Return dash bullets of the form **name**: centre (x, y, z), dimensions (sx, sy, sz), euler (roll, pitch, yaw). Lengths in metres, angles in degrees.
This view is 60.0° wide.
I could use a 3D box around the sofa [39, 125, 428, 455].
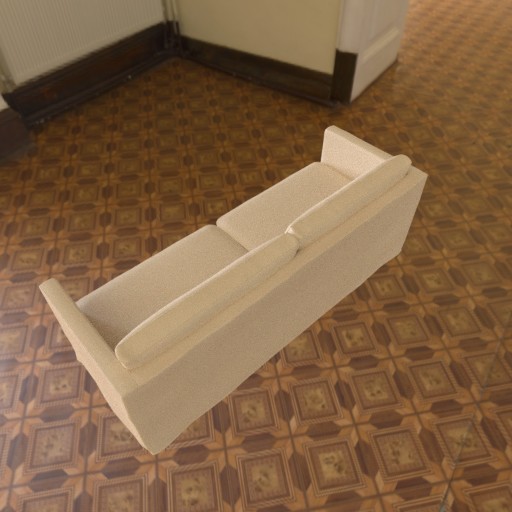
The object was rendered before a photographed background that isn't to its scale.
- **sofa**: centre (0.000, 0.000, 3.344), dimensions (2.779, 0.999, 1.036), euler (-34, 56, -27)
